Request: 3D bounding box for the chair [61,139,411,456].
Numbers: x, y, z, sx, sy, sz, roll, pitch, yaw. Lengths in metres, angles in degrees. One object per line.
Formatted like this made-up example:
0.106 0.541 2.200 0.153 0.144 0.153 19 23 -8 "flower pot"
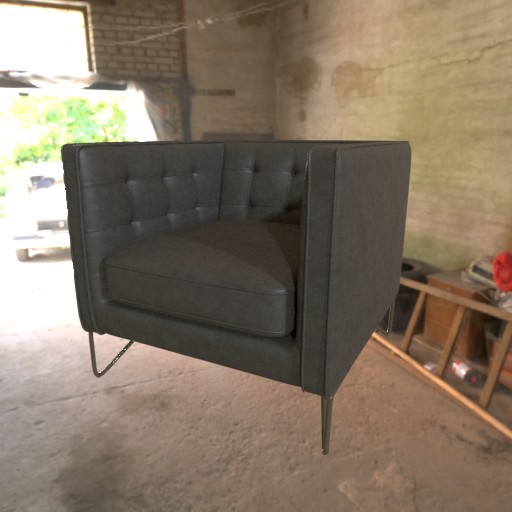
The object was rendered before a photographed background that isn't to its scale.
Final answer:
0.000 0.000 1.569 0.880 0.790 0.894 8 17 27 "chair"
